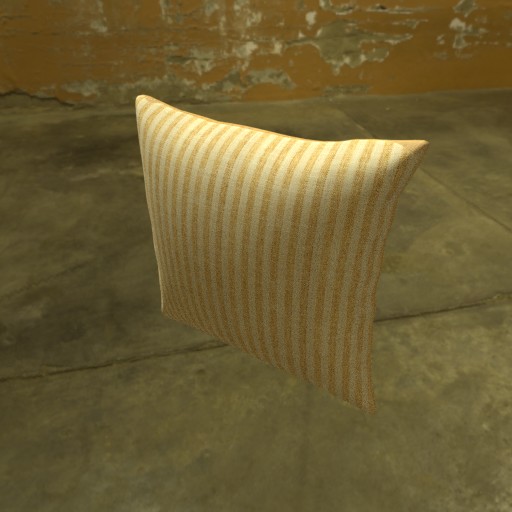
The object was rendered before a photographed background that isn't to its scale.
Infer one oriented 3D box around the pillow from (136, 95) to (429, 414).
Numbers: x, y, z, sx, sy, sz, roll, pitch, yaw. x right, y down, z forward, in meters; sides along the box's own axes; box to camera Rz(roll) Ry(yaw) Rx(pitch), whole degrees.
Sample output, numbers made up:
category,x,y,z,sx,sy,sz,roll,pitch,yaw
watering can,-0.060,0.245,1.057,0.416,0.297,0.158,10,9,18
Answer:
category,x,y,z,sx,sy,sz,roll,pitch,yaw
pillow,0.000,0.000,0.647,0.419,0.407,0.173,19,36,28
